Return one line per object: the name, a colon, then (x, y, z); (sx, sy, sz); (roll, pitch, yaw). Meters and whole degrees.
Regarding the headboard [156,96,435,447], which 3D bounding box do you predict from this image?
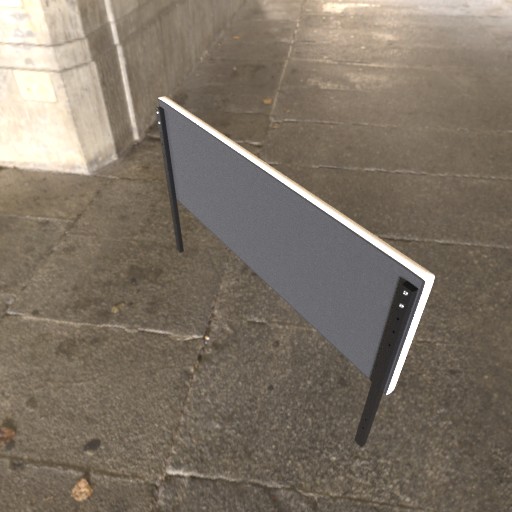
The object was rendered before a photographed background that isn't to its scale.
headboard: (0.000, 0.000, 2.952); (0.120, 1.410, 2.362); (-26, 47, -26)
